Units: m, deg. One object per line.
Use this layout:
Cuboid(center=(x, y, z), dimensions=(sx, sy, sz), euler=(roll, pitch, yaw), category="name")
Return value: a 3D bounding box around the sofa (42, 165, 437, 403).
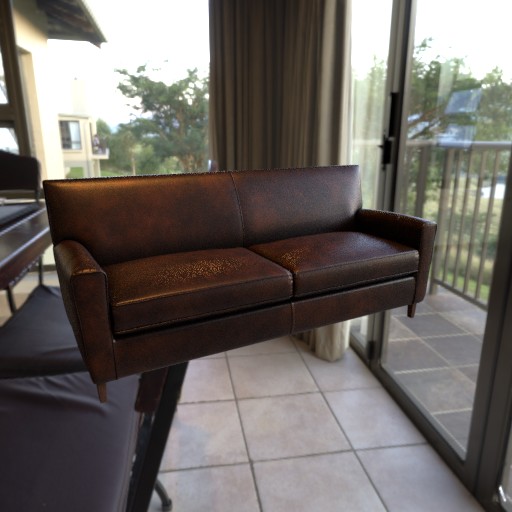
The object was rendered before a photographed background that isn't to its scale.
Cuboid(center=(0.000, 0.000, 2.443), dimensions=(1.995, 0.871, 0.786), euler=(-9, 18, -27), category="sofa")
